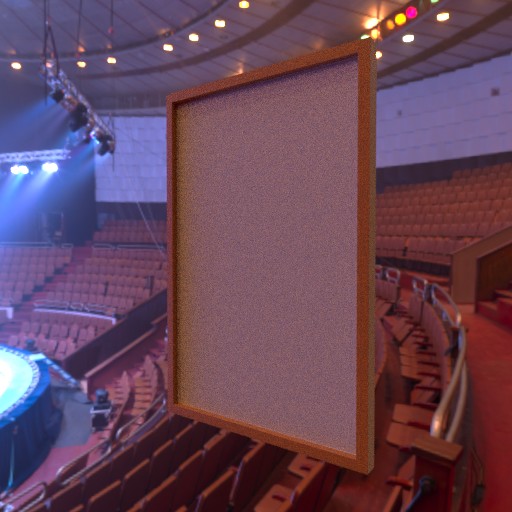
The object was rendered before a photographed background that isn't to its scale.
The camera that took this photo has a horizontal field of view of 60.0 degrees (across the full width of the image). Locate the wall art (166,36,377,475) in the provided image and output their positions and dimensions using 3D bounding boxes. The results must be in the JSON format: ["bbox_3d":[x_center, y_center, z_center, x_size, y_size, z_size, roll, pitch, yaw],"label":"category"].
[{"bbox_3d":[0.000,0.000,1.118,0.610,0.916,0.037,1,2,36],"label":"wall art"}]
